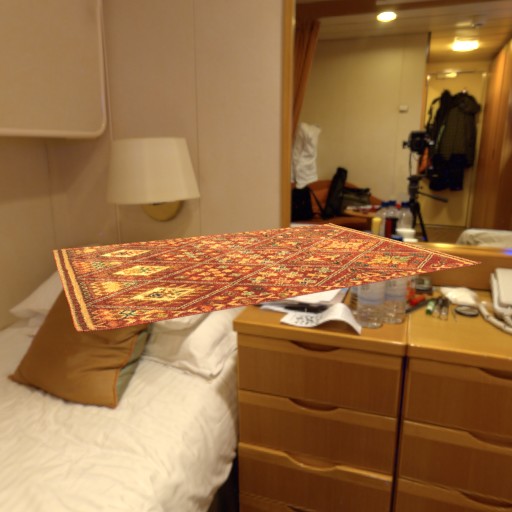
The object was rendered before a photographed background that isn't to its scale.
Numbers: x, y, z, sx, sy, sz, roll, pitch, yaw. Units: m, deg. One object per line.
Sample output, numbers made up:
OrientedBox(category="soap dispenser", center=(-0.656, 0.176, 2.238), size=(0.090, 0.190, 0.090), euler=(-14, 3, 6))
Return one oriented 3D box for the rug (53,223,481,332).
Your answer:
OrientedBox(category="rug", center=(0.000, 0.000, 2.816), size=(2.286, 0.026, 1.521), euler=(-7, 16, -26))
